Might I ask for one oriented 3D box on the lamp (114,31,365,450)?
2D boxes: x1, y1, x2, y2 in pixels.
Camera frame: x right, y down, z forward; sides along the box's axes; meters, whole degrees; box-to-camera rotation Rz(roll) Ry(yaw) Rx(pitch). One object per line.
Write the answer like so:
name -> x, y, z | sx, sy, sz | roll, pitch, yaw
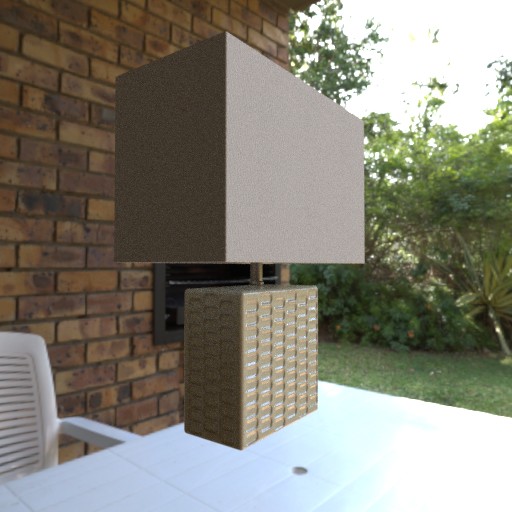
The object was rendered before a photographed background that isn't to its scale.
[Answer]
lamp -> 0.000, 0.000, 0.696 | 0.200, 0.515, 0.380 | -1, -2, 37
